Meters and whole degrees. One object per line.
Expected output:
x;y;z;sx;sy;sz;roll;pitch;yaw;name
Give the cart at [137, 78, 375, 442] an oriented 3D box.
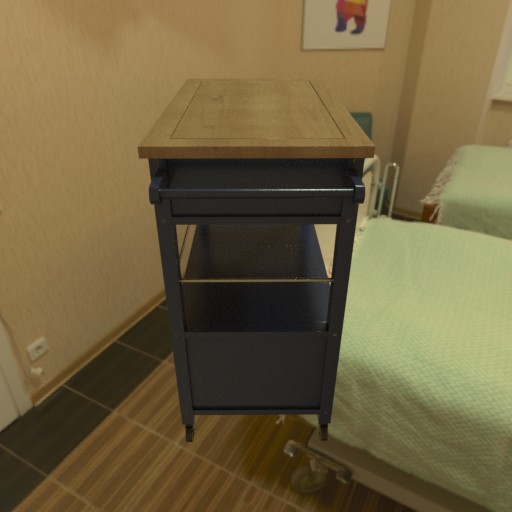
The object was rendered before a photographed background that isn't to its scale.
0.000;0.000;1.374;0.459;0.901;0.840;0;31;0;cart
